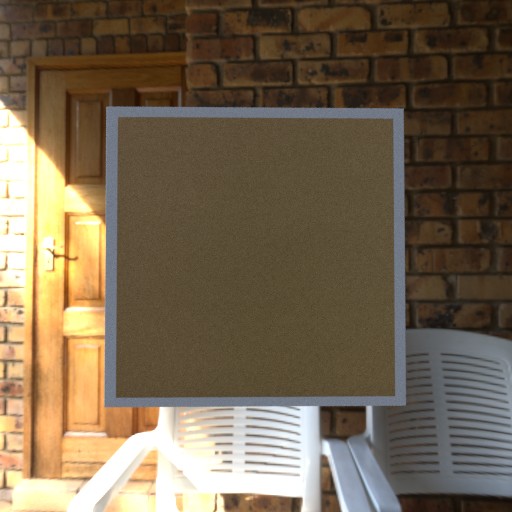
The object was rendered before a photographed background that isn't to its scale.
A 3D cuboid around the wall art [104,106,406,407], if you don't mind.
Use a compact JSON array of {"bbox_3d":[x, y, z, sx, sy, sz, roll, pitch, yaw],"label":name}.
[{"bbox_3d":[0.000,0.000,1.147,0.763,0.761,0.038,0,-1,-1],"label":"wall art"}]
